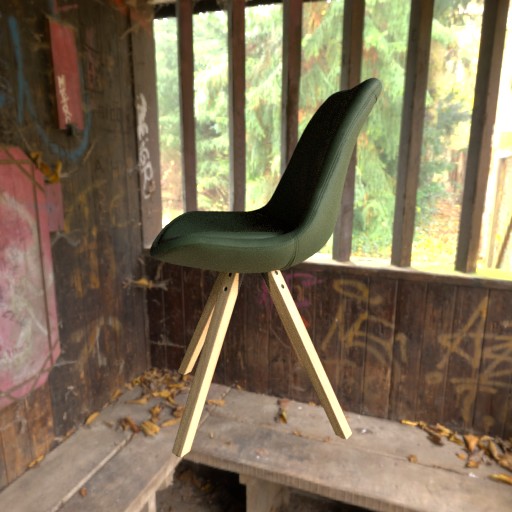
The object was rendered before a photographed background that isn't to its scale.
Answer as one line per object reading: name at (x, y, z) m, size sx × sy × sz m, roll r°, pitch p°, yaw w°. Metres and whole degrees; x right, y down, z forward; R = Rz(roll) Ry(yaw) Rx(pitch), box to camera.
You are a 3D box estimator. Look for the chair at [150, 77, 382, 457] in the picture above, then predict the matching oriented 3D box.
chair at (0.000, 0.000, 1.181) m, size 0.547 × 0.865 × 0.483 m, roll -2°, pitch 13°, yaw -8°
